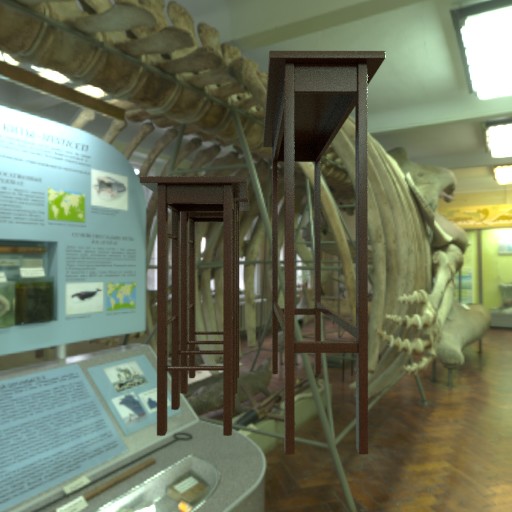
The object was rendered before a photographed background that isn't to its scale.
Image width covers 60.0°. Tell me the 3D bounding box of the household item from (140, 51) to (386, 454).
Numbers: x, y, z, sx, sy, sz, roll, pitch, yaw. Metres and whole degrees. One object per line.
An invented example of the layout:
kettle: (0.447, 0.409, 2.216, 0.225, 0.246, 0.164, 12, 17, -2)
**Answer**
household item: (0.000, 0.000, 1.612, 0.676, 1.067, 0.914, 0, -1, 0)
